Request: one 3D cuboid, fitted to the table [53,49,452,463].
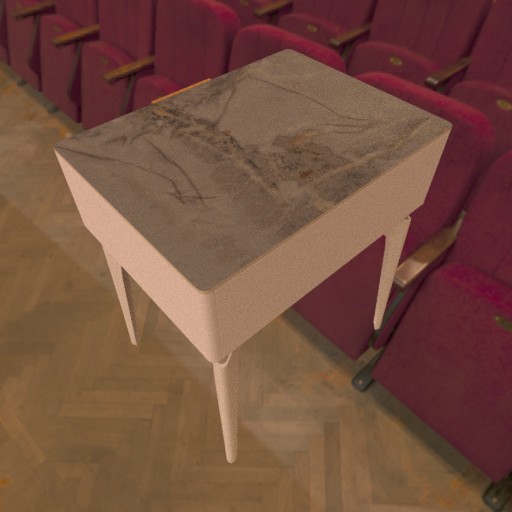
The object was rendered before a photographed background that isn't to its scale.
[{"bbox_3d":[0.000,0.000,0.896,0.500,0.570,0.400,-34,56,-26],"label":"table"}]
